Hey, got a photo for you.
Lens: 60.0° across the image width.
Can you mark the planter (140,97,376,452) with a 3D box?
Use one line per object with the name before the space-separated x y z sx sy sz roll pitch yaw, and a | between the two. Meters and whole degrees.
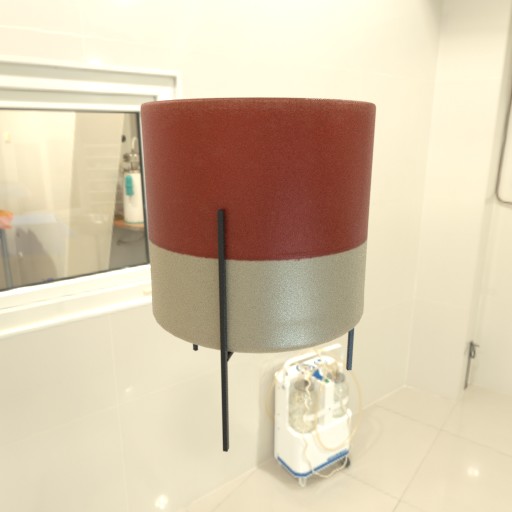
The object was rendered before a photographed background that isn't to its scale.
planter | 0.000 0.000 0.725 0.354 0.465 0.345 15 21 43
